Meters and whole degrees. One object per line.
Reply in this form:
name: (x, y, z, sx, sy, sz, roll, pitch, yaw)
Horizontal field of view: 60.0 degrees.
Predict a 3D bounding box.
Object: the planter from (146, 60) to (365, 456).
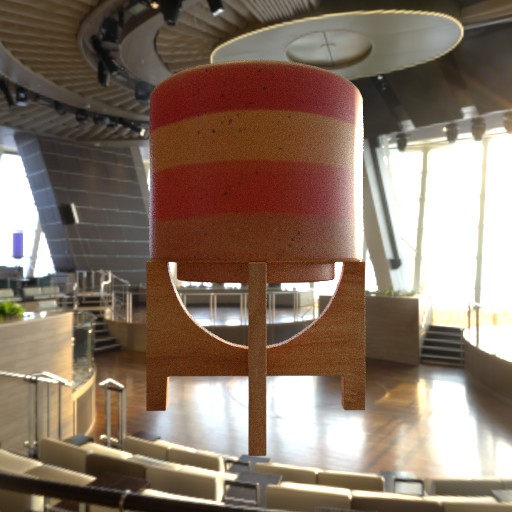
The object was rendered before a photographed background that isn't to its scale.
planter: (0.000, 0.000, 0.551, 0.269, 0.379, 0.269, 0, 0, 0)
